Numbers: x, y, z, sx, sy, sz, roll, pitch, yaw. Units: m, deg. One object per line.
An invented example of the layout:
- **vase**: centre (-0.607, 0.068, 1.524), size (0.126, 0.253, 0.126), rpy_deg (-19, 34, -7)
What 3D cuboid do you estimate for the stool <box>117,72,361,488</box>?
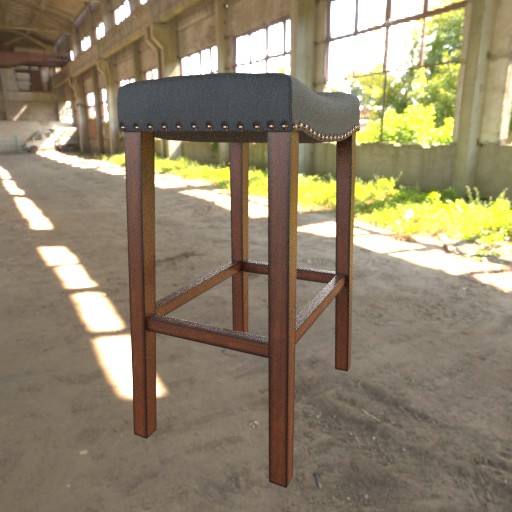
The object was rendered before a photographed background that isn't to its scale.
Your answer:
- **stool**: centre (0.000, 0.000, 1.033), size (0.366, 0.748, 0.502), rpy_deg (7, 17, 24)
